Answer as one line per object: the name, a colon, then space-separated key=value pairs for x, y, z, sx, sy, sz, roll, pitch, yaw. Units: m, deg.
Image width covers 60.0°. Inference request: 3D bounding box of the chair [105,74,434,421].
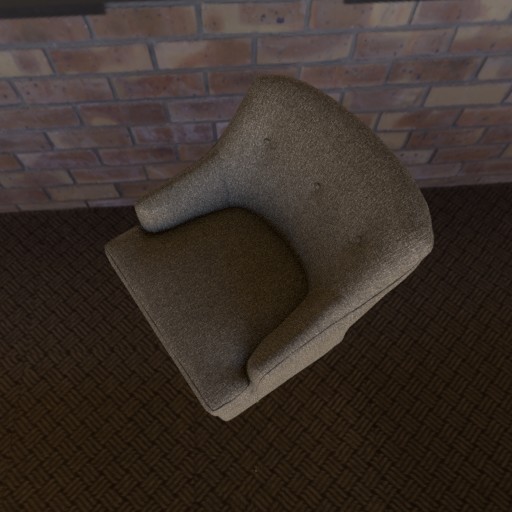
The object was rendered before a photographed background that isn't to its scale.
chair: x=0.000 y=0.000 z=1.678 sx=0.923 sy=0.856 sz=0.864 roll=-33 pitch=69 yaw=-15
